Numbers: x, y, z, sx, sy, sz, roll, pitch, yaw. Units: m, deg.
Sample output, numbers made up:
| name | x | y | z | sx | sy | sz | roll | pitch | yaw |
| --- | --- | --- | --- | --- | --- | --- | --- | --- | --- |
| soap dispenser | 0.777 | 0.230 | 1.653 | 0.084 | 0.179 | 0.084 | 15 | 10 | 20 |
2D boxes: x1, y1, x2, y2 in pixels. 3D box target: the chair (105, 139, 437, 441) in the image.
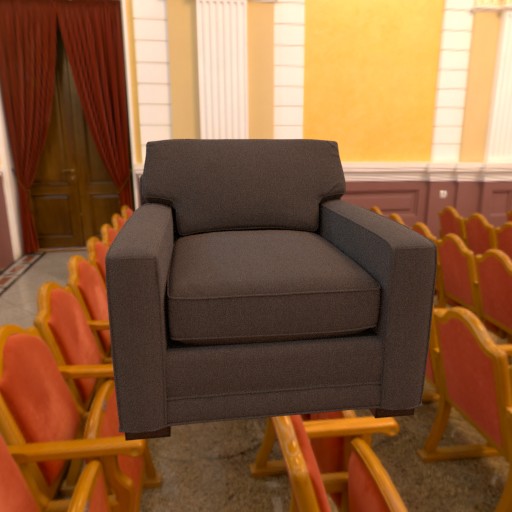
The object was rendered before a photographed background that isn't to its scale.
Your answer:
| name | x | y | z | sx | sy | sz | roll | pitch | yaw |
| --- | --- | --- | --- | --- | --- | --- | --- | --- | --- |
| chair | 0.000 | 0.000 | 1.797 | 0.997 | 0.913 | 1.043 | -2 | 15 | -8 |
